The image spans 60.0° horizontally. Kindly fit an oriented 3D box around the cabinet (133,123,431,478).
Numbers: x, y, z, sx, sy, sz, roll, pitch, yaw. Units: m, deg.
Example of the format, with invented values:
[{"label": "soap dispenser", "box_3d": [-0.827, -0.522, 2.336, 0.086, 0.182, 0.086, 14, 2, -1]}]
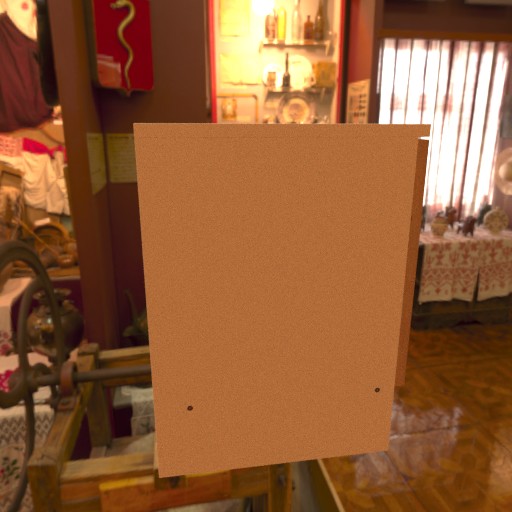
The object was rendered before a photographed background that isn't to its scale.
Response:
[{"label": "cabinet", "box_3d": [0.000, 0.000, 0.924, 0.400, 0.522, 0.600, -3, 16, -9]}]
